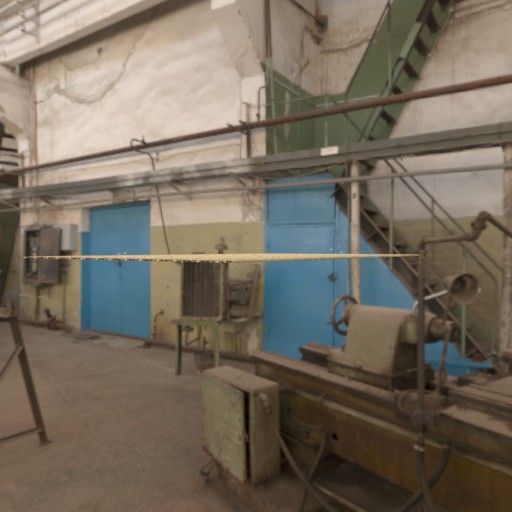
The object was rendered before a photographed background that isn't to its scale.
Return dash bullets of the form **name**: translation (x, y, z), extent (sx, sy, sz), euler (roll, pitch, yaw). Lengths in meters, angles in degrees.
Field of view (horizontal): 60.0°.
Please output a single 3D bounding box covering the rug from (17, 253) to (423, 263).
- **rug**: translation (0.000, 0.000, 2.987), extent (1.544, 0.010, 2.435), euler (1, 1, 37)
